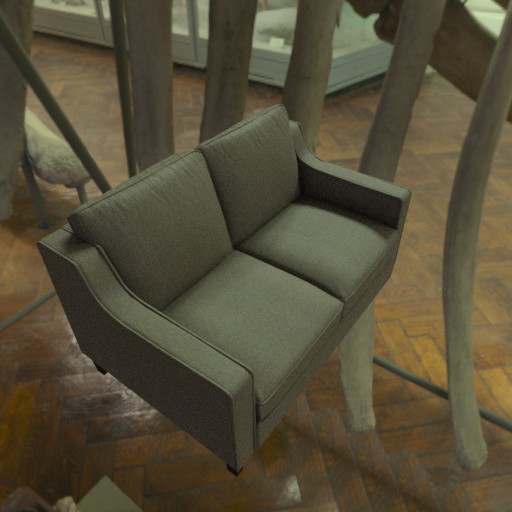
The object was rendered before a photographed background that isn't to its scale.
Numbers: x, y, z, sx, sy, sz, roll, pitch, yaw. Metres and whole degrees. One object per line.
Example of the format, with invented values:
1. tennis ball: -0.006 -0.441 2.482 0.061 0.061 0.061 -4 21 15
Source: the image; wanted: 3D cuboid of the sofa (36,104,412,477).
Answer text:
1. sofa: 0.000 0.000 2.133 0.985 0.981 1.503 25 46 27
